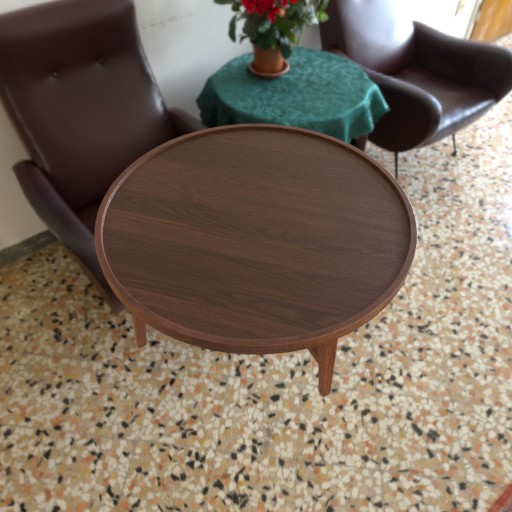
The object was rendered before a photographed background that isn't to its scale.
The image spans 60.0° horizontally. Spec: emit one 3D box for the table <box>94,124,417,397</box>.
[{"bbox_3d":[0.000,0.000,1.263,0.800,0.360,0.800,0,48,0],"label":"table"}]
